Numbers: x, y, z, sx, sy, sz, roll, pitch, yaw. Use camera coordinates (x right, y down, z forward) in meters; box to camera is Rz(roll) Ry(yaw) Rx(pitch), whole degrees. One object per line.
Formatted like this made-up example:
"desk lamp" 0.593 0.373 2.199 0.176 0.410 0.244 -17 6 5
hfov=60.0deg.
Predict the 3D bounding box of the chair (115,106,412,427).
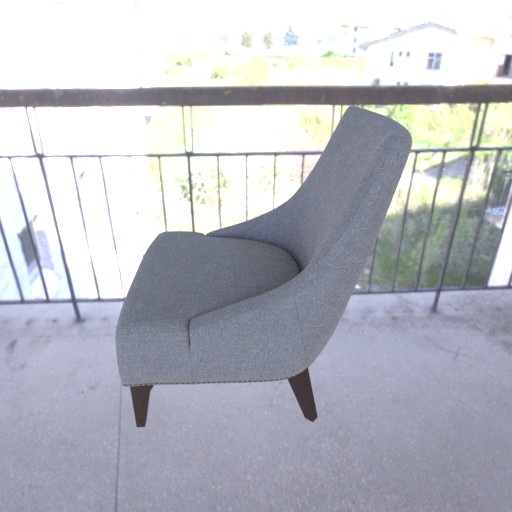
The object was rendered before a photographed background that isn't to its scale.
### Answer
"chair" 0.000 0.000 1.515 0.861 0.909 0.701 -1 27 -2
